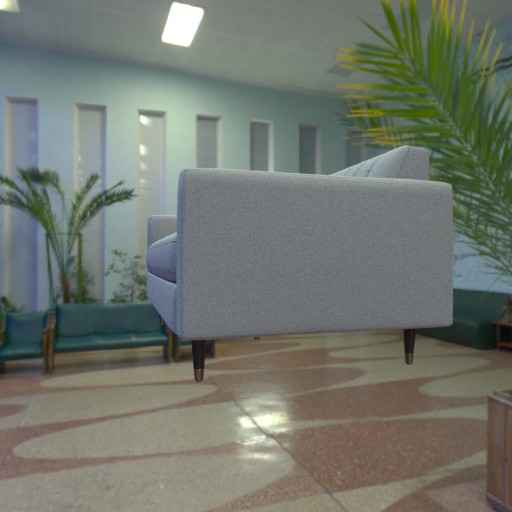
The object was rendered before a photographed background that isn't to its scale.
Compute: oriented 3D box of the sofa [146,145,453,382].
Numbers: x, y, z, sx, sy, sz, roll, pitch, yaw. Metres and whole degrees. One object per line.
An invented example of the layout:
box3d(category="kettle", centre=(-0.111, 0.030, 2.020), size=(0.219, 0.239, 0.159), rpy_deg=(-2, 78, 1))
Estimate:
box3d(category="sofa", centre=(0.000, 0.000, 2.117), size=(0.950, 0.801, 1.585), rpy_deg=(0, 0, -17))
